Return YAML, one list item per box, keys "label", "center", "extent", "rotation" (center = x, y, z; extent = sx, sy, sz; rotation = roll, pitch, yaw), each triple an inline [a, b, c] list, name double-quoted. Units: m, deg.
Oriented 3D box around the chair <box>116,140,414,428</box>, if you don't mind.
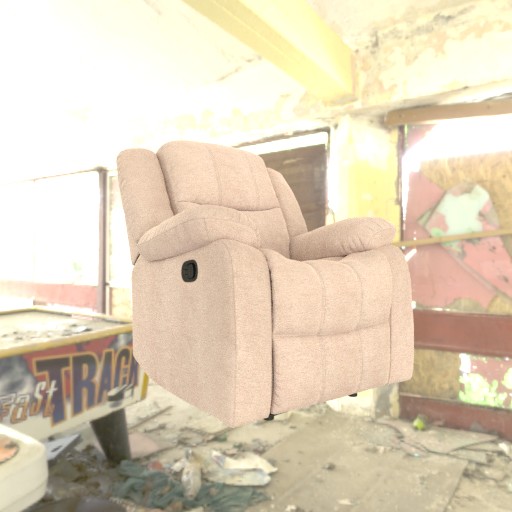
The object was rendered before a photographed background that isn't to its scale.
- label: "chair"
  center: [0.000, 0.000, 1.753]
  extent: [0.899, 1.008, 0.944]
  rotation: [0, 0, -36]
